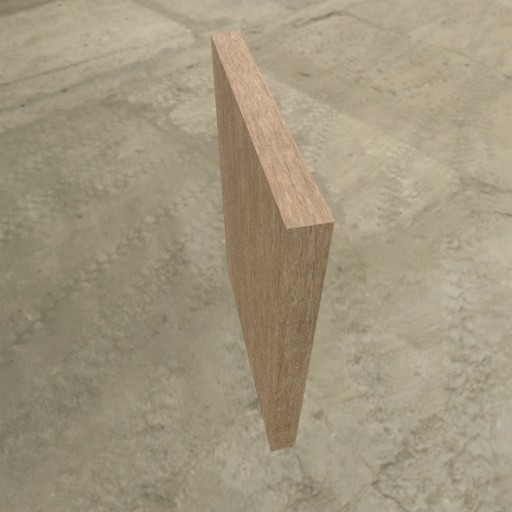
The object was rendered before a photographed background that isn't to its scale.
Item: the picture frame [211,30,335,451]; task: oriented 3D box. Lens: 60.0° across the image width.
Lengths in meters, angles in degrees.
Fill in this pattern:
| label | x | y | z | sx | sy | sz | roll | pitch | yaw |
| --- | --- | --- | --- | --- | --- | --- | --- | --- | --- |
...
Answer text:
| label | x | y | z | sx | sy | sz | roll | pitch | yaw |
| --- | --- | --- | --- | --- | --- | --- | --- | --- | --- |
| picture frame | 0.000 | 0.000 | 0.707 | 0.043 | 0.526 | 0.424 | -9 | 48 | -8 |
